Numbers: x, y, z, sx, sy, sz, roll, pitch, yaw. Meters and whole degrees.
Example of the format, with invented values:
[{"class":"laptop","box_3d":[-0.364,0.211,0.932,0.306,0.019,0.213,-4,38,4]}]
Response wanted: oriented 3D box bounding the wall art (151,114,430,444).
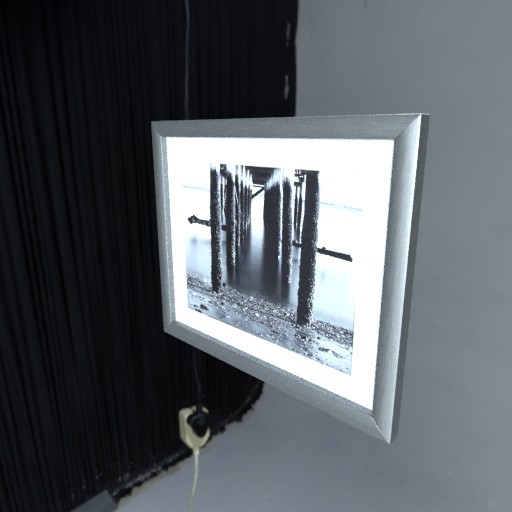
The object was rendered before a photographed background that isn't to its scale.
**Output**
[{"class":"wall art","box_3d":[0.000,0.000,0.772,0.556,0.457,0.028,14,21,41]}]
